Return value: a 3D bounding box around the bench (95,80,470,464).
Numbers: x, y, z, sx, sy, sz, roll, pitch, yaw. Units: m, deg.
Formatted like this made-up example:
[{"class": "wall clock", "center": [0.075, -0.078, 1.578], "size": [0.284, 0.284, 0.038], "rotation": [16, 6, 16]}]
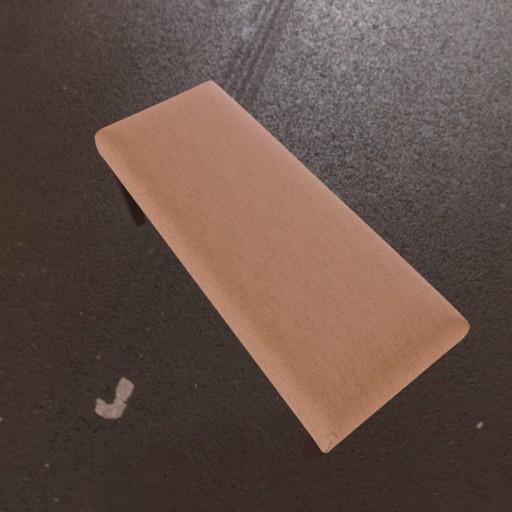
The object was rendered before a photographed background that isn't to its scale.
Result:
[{"class": "bench", "center": [0.000, 0.000, 1.241], "size": [0.407, 0.456, 1.013], "rotation": [-32, 63, -18]}]
